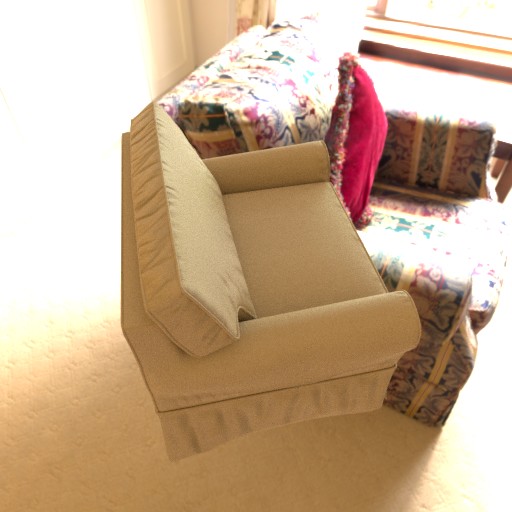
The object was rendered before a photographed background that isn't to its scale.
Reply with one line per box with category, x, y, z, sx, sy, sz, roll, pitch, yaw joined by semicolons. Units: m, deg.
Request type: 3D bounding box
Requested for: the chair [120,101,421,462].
chair;0.000;0.000;1.744;0.903;0.937;1.096;-9;47;-8
